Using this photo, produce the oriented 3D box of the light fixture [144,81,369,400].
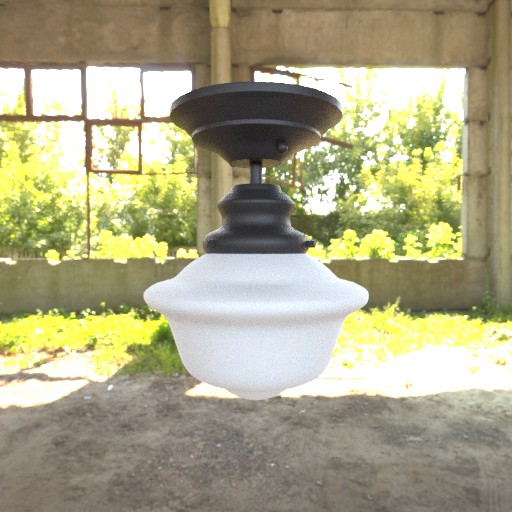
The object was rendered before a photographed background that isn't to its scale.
[{"bbox_3d":[0.000,0.000,0.396,0.197,0.254,0.197,0,1,0],"label":"light fixture"}]
